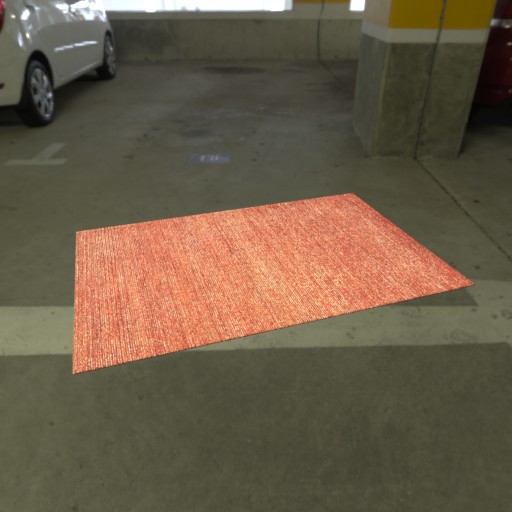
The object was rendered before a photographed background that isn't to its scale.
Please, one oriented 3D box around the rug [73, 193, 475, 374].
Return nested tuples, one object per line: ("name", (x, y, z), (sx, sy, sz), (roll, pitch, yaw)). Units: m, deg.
("rug", (0.000, 0.000, 2.262), (1.747, 0.011, 1.139), (-10, 32, -16))
